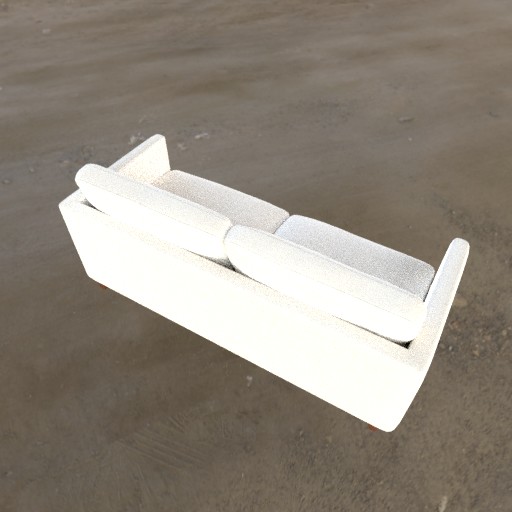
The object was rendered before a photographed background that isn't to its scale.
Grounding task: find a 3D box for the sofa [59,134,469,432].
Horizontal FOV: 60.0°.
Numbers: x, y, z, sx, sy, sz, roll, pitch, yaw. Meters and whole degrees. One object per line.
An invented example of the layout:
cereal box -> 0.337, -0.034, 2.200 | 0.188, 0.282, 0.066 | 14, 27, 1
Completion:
sofa -> 0.000, 0.000, 2.623 | 2.139, 0.933, 0.924 | 23, 51, 20
